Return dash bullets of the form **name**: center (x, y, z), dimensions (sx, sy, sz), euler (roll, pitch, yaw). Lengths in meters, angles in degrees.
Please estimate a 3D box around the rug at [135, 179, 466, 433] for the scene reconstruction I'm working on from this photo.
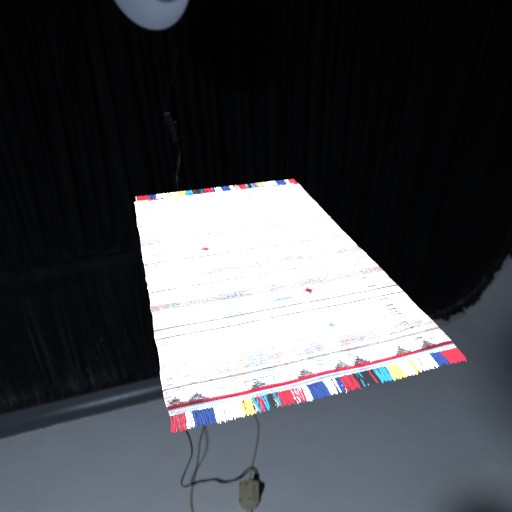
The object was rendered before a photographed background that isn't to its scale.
- **rug**: center (0.000, 0.000, 2.962), dimensions (1.465, 0.012, 2.465), euler (-9, 33, -14)
